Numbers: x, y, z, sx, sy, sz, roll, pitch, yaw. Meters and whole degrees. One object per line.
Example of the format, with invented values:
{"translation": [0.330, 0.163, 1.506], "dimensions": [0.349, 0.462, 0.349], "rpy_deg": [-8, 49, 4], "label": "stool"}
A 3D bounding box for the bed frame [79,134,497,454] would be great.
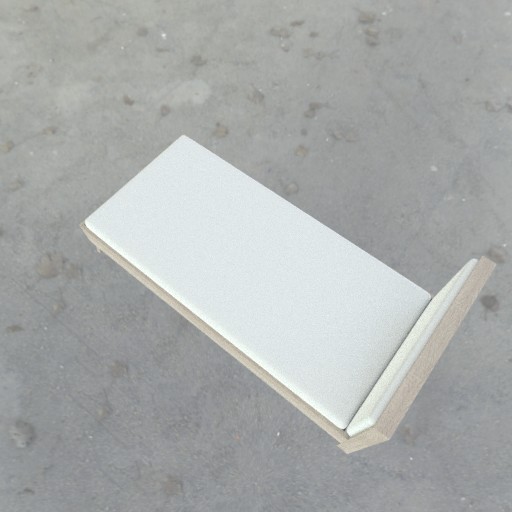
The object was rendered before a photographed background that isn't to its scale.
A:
{"translation": [0.000, 0.000, 2.643], "dimensions": [2.140, 0.920, 0.990], "rpy_deg": [35, 68, 17], "label": "bed frame"}
